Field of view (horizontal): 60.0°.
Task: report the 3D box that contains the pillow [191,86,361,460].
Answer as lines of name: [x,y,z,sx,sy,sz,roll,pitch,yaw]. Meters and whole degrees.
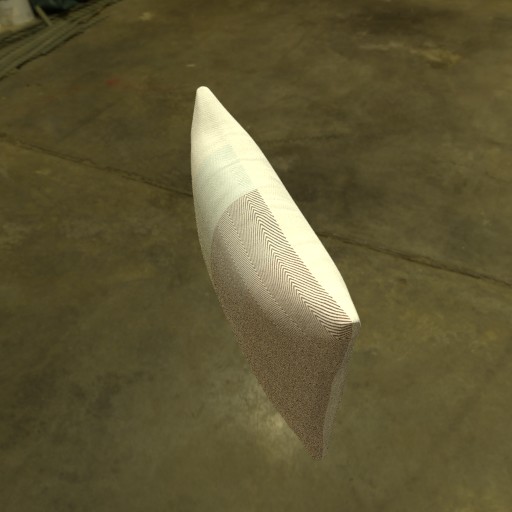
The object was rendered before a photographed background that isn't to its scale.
pillow: [0.000,0.000,0.650,0.139,0.305,0.506,-15,48,-14]
